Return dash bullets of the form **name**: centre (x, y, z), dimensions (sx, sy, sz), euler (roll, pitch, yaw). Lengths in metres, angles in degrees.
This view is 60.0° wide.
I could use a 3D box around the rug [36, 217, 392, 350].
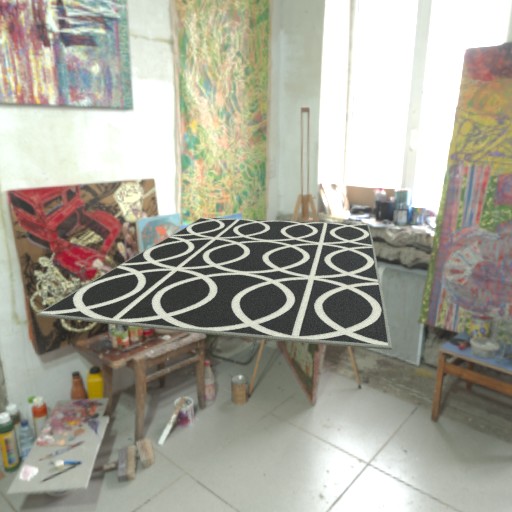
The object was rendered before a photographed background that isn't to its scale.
- **rug**: centre (0.000, 0.000, 2.877), dimensions (1.526, 0.014, 2.290), euler (3, 16, 11)
